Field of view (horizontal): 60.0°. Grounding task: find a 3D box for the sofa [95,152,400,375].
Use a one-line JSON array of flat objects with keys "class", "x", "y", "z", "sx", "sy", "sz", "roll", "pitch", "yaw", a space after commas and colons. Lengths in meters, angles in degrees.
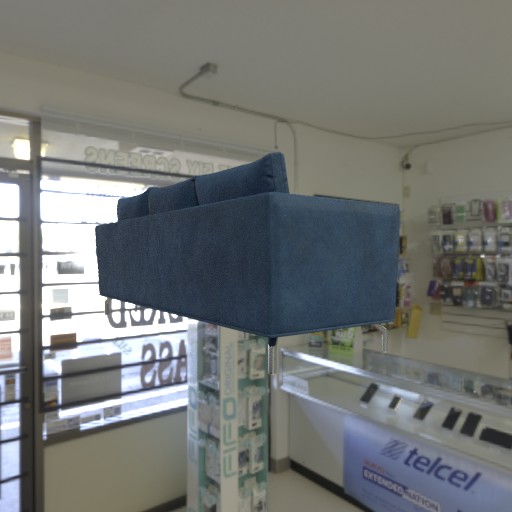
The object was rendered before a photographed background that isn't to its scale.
[{"class": "sofa", "x": 0.000, "y": 0.000, "z": 3.210, "sx": 1.622, "sy": 0.987, "sz": 2.438, "roll": 0, "pitch": 0, "yaw": -36}]
